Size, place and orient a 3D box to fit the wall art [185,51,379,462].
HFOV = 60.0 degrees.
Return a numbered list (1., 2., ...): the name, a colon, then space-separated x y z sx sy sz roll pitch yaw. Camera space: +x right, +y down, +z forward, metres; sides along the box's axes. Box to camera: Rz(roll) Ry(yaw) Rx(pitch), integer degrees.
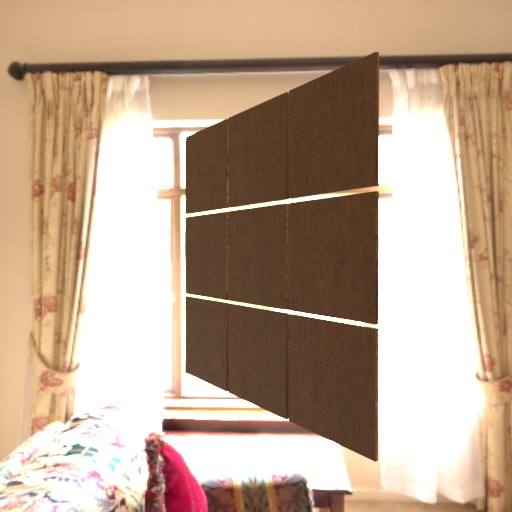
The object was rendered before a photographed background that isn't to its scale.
1. wall art: 0.000 0.000 1.803 0.013 1.213 1.215 0 1 -36
